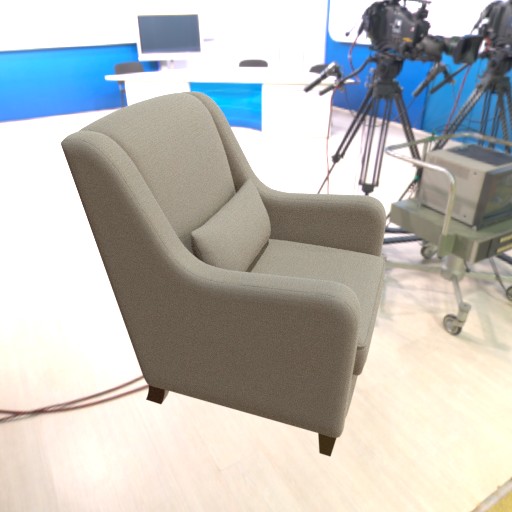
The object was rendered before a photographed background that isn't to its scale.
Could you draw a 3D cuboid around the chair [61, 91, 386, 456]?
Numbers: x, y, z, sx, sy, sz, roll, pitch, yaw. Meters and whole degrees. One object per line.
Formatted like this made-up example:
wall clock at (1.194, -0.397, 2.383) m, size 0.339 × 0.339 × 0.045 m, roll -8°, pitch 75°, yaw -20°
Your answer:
chair at (0.000, 0.000, 1.598) m, size 0.896 × 1.017 × 0.715 m, roll 11°, pitch 33°, yaw 17°
